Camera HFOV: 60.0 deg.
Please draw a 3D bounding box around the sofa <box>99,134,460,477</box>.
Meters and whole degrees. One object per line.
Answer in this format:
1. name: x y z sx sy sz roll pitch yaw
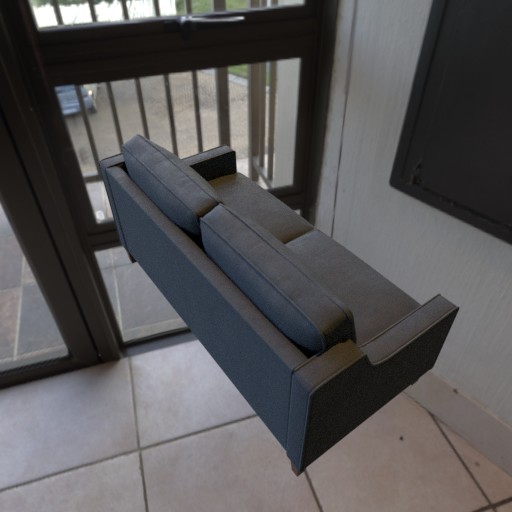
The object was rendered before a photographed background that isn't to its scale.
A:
1. sofa: 0.000 0.000 2.809 1.066 1.071 2.178 -26 48 -26
